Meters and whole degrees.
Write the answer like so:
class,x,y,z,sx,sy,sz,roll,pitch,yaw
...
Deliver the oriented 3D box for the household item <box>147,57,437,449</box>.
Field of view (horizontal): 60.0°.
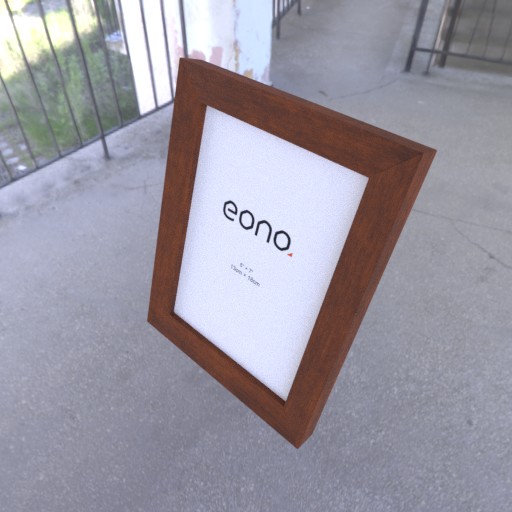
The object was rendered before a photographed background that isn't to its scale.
class,x,y,z,sx,sy,sz,roll,pitch,yaw
household item,0.000,0.000,0.293,0.160,0.204,0.096,32,54,28
